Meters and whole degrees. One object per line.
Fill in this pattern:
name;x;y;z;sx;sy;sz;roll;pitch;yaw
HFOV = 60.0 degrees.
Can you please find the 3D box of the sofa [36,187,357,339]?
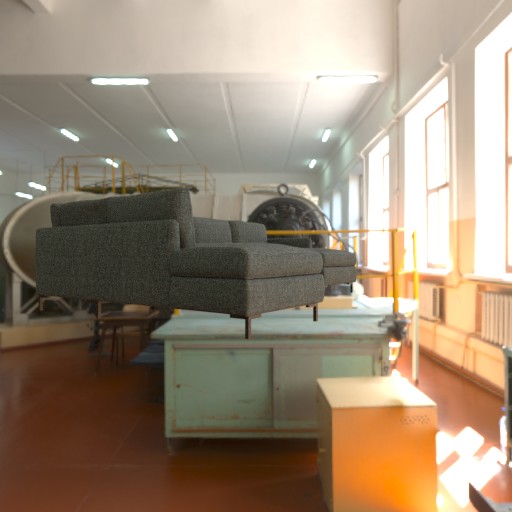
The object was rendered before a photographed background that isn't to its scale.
sofa;0.000;0.000;3.625;1.879;0.756;2.737;0;0;36
